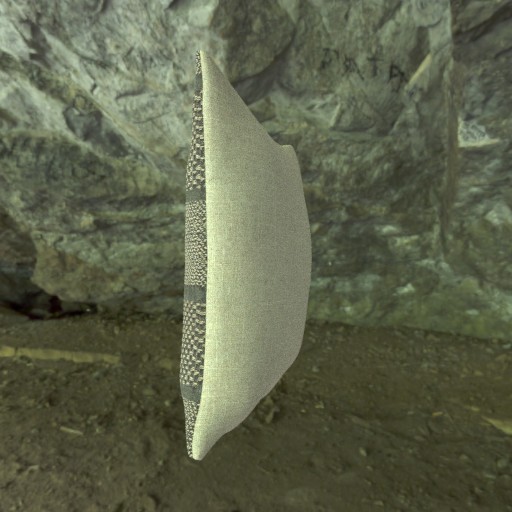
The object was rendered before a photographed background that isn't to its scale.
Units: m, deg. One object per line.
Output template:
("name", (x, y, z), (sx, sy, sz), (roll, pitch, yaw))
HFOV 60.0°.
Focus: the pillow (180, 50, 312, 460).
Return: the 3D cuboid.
("pillow", (0.000, 0.000, 0.667), (0.138, 0.432, 0.435), (0, 0, 17))
